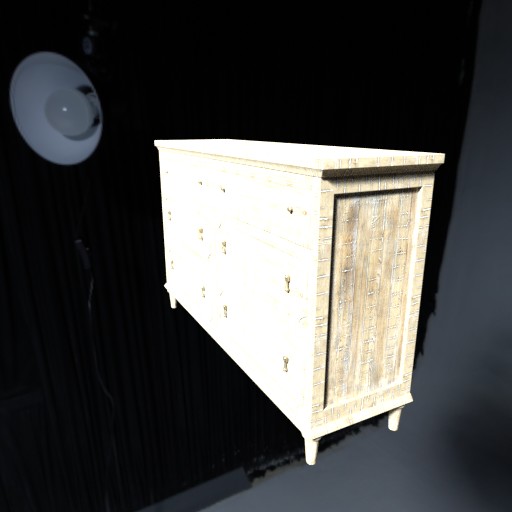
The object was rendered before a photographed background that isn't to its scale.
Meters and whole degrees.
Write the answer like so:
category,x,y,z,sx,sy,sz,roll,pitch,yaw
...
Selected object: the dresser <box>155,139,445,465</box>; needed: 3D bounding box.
category,x,y,z,sx,sy,sz,roll,pitch,yaw
dresser,0.000,0.000,2.094,0.457,1.016,1.626,-8,18,-27
